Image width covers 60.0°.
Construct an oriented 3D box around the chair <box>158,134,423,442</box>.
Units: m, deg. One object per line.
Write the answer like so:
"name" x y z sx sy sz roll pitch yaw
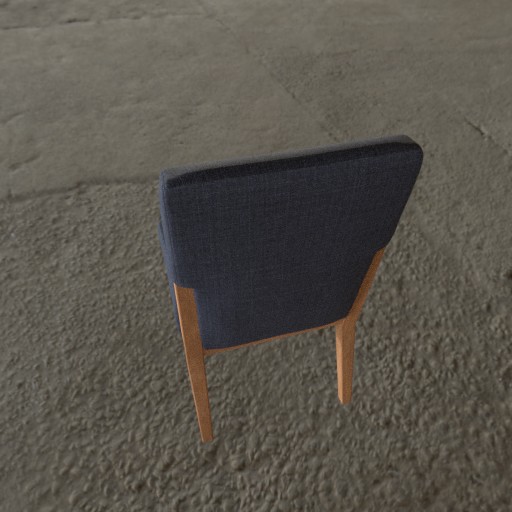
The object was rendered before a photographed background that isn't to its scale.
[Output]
"chair" 0.000 0.000 1.248 0.507 0.911 0.586 -11 43 -12
